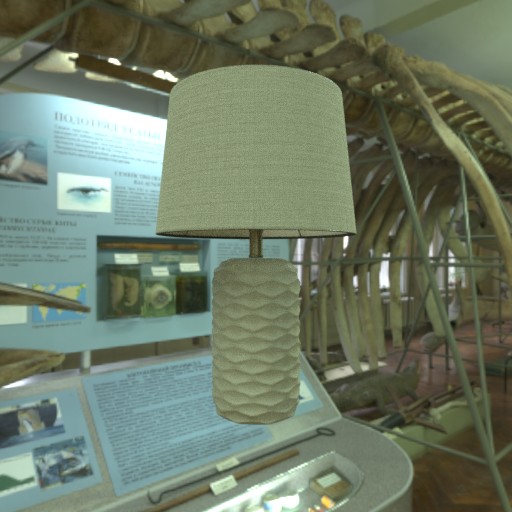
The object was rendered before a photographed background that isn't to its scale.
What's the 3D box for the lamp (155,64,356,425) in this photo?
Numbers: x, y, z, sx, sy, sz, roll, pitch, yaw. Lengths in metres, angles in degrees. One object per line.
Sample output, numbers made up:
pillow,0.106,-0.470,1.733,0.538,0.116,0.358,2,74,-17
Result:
lamp,0.000,0.000,0.849,0.376,0.594,0.376,0,0,0
